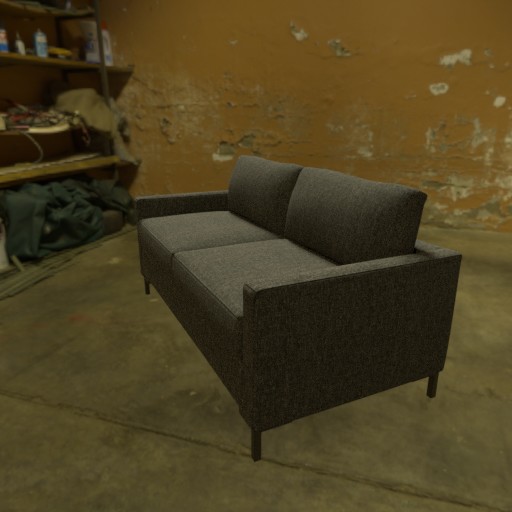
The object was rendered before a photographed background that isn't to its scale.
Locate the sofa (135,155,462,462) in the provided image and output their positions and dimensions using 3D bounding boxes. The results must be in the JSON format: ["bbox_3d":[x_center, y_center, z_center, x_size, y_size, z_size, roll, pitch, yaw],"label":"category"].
[{"bbox_3d":[0.000,0.000,2.205,0.866,0.862,1.716,-8,19,-25],"label":"sofa"}]
